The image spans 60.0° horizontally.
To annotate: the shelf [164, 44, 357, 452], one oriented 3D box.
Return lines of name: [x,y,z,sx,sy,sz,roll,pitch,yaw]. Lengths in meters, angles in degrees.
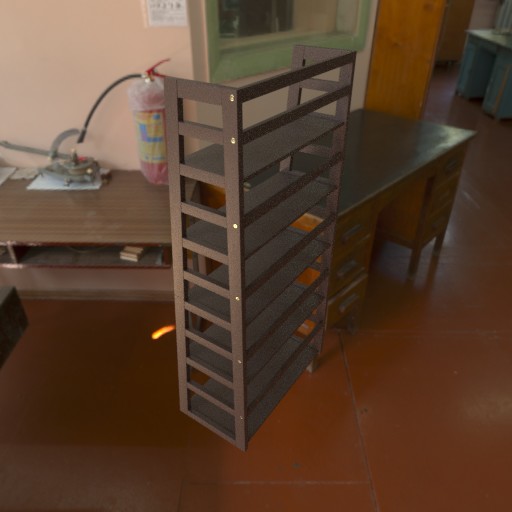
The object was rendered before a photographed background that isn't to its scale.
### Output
shelf: [0.000,0.000,1.951,0.403,1.600,0.763,21,39,28]
